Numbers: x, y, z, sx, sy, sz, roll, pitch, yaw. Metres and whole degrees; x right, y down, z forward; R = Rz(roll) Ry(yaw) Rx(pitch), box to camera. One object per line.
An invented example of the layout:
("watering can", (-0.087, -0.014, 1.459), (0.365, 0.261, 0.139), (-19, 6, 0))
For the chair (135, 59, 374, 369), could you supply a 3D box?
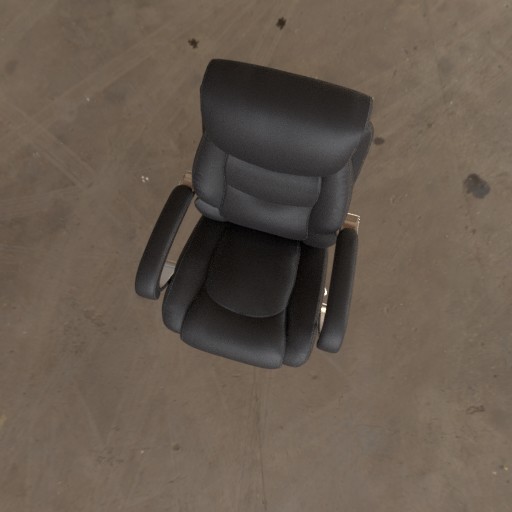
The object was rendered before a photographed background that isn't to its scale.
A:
("chair", (0.000, 0.000, 1.700), (0.755, 1.183, 0.790), (15, 76, 4))
